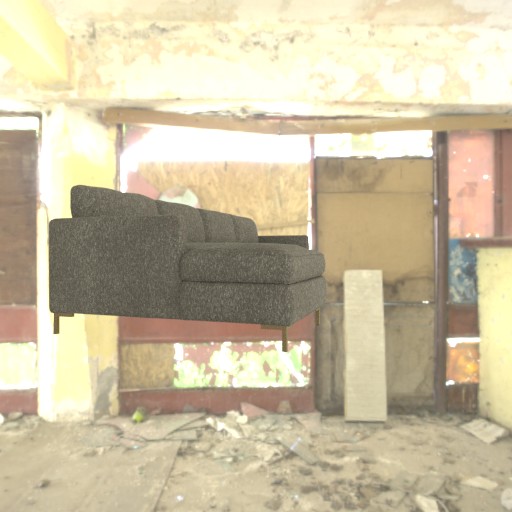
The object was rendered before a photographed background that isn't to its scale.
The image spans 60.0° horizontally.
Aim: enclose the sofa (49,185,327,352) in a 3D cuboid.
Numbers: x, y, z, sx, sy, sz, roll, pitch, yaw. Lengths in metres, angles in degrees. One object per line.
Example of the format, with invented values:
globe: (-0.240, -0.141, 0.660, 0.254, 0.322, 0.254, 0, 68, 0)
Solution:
sofa: (0.000, 0.000, 3.478, 1.350, 0.810, 2.932, 0, 1, 19)
